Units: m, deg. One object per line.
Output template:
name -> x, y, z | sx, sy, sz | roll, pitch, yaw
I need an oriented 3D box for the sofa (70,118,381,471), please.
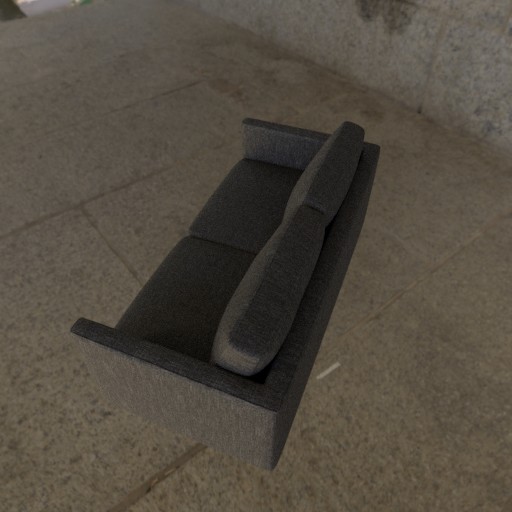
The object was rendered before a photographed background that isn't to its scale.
sofa -> 0.000, 0.000, 2.473 | 0.950, 0.963, 1.884 | 17, 49, 15
